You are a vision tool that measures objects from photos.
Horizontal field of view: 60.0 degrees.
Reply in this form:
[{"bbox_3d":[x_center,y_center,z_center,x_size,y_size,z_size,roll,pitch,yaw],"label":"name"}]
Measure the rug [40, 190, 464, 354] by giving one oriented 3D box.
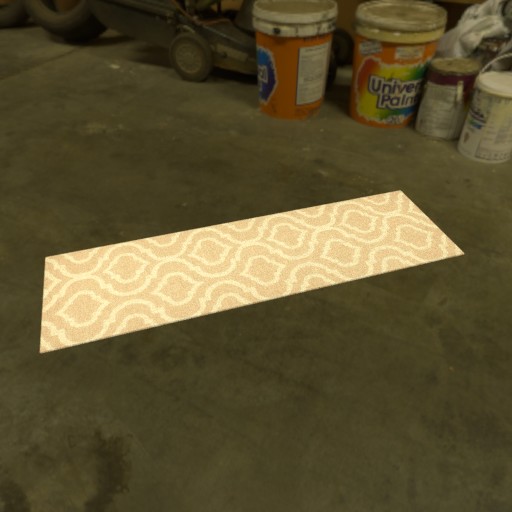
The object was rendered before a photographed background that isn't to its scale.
[{"bbox_3d":[0.000,0.000,2.528,2.289,0.013,0.691,-12,43,-13],"label":"rug"}]
